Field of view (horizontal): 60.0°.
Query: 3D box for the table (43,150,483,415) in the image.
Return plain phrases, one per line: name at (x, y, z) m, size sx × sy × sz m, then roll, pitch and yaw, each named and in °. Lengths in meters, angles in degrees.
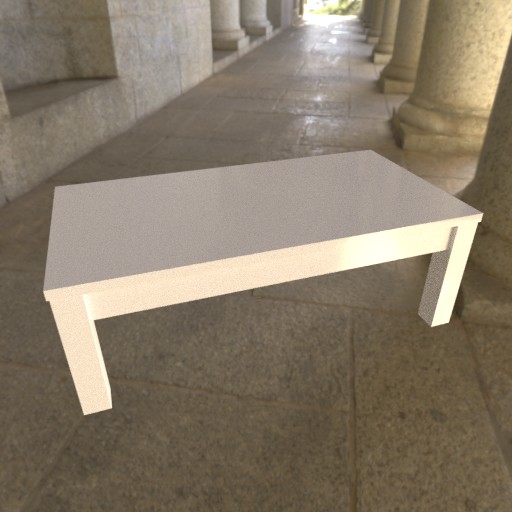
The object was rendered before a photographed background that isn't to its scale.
table at (0.000, 0.000, 1.684) m, size 1.350 × 0.470 × 0.700 m, roll -10°, pitch 33°, yaw -16°
